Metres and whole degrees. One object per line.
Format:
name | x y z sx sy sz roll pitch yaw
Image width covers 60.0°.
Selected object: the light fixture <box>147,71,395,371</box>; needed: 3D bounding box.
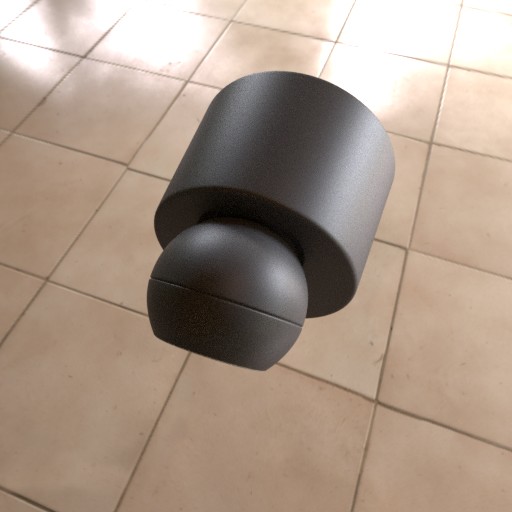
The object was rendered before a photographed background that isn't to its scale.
light fixture | 0.000 0.000 0.266 0.134 0.143 0.160 16 59 10
